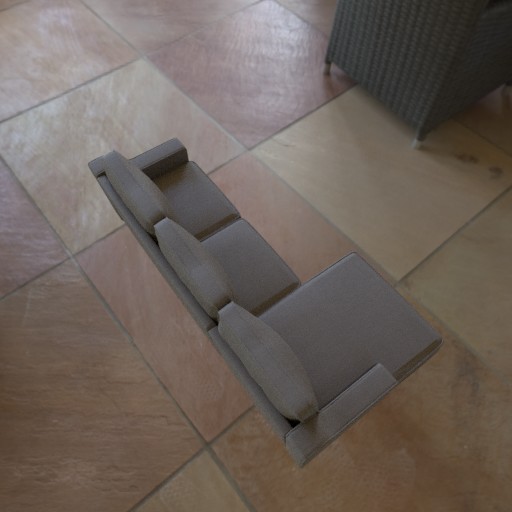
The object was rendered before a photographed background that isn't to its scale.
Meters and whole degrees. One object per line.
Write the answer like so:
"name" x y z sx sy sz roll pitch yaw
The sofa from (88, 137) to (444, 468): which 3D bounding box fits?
"sofa" 0.000 0.000 3.238 1.294 0.928 2.561 -32 64 -18
